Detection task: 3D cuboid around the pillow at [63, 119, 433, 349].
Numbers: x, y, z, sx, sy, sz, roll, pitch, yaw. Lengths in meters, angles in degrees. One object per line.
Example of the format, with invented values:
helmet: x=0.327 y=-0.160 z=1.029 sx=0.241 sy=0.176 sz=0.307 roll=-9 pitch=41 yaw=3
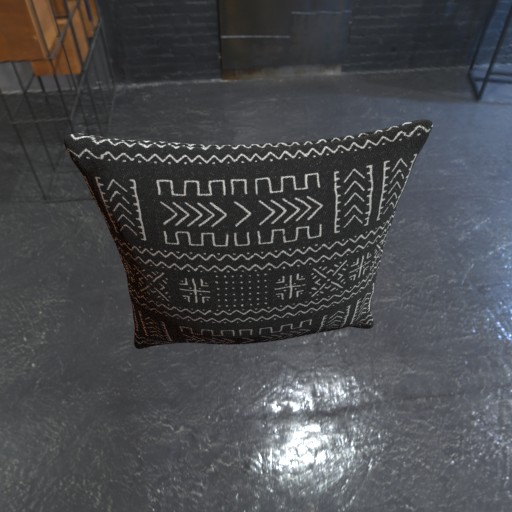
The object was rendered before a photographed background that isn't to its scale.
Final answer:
pillow: x=0.000 y=0.000 z=0.663 sx=0.438 sy=0.430 sz=0.164 roll=-4 pitch=45 yaw=-4
